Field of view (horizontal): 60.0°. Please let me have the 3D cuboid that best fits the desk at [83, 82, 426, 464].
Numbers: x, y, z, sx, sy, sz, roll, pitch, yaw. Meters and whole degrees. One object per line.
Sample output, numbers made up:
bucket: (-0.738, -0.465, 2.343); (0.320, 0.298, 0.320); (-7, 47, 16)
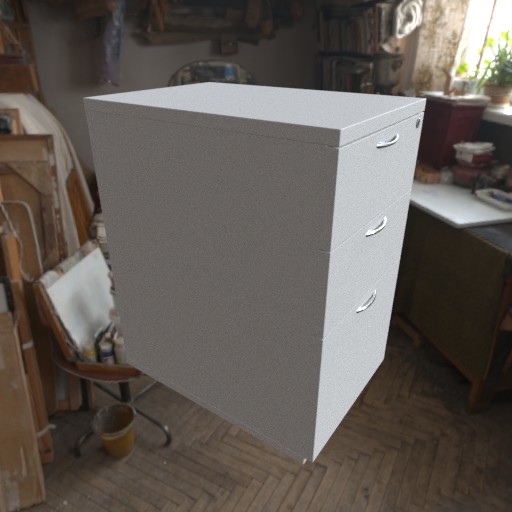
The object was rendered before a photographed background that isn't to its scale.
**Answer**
desk: (0.000, 0.000, 1.081); (0.600, 0.730, 0.404); (18, 32, 31)
